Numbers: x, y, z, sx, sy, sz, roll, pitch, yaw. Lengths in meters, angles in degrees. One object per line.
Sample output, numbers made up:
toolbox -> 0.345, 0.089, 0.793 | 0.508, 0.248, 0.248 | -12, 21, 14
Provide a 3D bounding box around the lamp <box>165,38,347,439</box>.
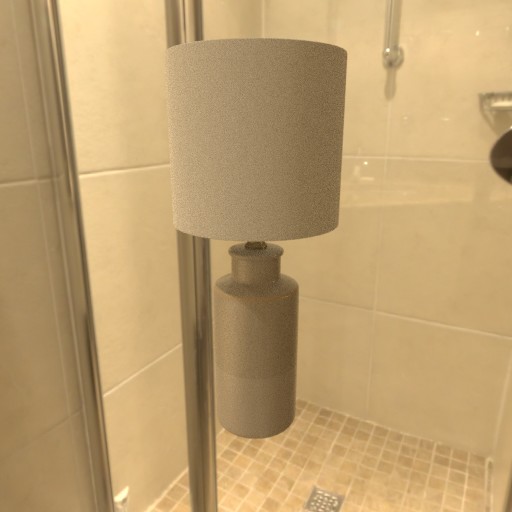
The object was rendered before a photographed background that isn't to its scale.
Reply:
lamp -> 0.000, 0.000, 0.591 | 0.212, 0.493, 0.212 | -2, 16, -8
